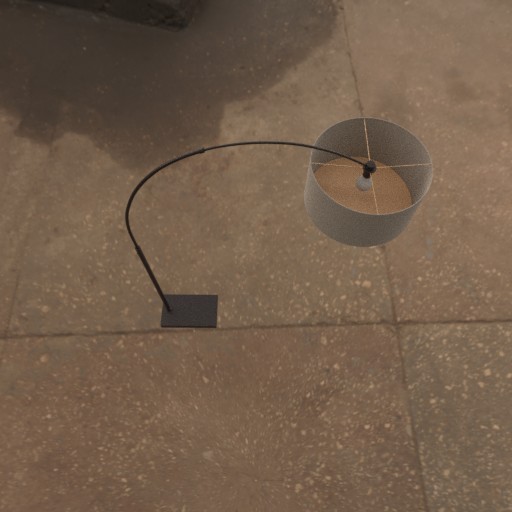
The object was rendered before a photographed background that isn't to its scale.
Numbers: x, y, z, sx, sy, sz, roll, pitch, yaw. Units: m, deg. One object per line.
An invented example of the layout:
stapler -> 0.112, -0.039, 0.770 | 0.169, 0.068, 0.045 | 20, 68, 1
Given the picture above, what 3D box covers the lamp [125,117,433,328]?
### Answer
lamp -> 0.000, 0.000, 2.543 | 1.424, 1.927, 0.493 | 0, 63, 0
